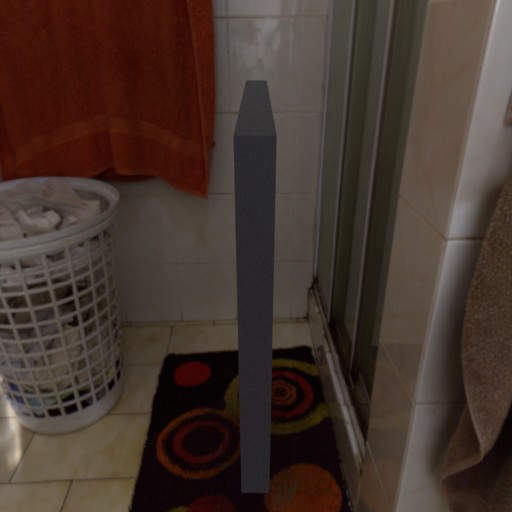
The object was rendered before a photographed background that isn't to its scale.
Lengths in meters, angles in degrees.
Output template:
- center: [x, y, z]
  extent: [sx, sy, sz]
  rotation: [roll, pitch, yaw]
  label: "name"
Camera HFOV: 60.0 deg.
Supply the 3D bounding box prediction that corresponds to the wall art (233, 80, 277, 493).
- center: [0.000, 0.000, 0.752]
  extent: [0.040, 0.509, 0.509]
  rotation: [0, 27, 0]
  label: "wall art"
